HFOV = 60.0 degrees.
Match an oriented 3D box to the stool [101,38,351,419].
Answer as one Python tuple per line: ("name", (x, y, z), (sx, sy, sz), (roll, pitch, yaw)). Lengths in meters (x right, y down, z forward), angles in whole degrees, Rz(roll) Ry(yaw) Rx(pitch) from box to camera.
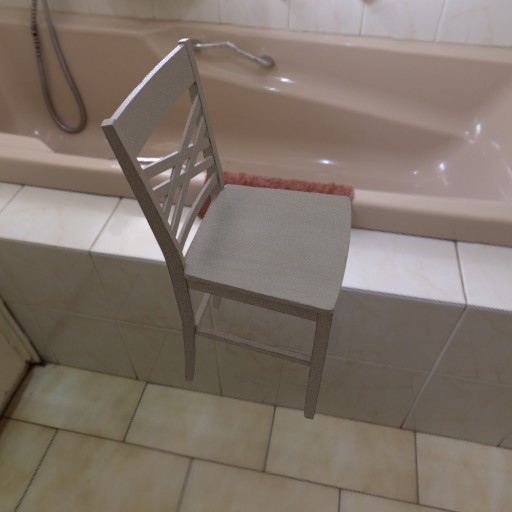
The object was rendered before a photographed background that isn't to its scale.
("stool", (0.000, 0.000, 1.362), (0.539, 1.079, 0.462), (10, 47, 9))
